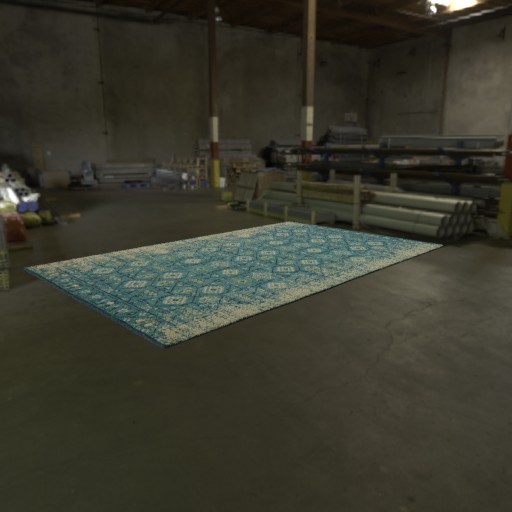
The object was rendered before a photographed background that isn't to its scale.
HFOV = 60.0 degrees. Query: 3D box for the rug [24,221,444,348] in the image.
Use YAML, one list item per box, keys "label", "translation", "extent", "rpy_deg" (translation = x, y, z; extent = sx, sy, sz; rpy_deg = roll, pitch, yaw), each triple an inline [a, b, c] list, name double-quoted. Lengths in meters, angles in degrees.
- label: "rug"
  translation: [0.000, 0.000, 2.974]
  extent: [2.449, 0.015, 1.530]
  rpy_deg: [-13, 19, -43]
